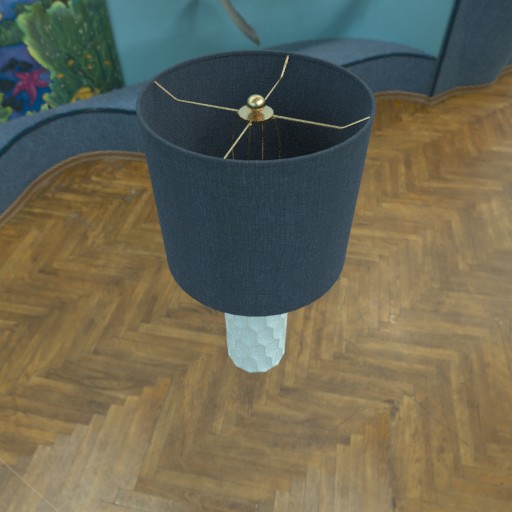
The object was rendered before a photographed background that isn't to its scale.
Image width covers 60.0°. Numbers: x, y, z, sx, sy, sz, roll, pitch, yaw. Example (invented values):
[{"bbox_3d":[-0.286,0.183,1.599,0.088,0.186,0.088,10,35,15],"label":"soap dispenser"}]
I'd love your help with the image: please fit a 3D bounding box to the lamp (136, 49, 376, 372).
[{"bbox_3d":[0.000,0.000,0.710,0.277,0.537,0.277,-24,50,-22],"label":"lamp"}]
